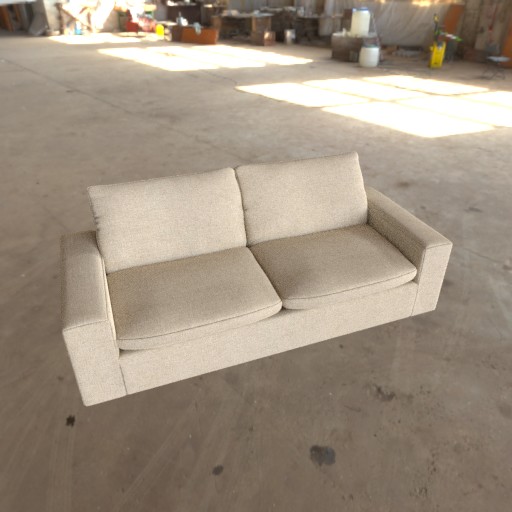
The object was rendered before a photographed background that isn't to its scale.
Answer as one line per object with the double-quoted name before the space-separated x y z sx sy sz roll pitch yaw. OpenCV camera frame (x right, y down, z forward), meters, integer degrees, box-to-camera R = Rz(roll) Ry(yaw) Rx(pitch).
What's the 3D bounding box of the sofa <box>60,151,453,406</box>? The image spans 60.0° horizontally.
"sofa" 0.000 0.000 2.830 2.299 0.922 1.040 -11 34 -18
